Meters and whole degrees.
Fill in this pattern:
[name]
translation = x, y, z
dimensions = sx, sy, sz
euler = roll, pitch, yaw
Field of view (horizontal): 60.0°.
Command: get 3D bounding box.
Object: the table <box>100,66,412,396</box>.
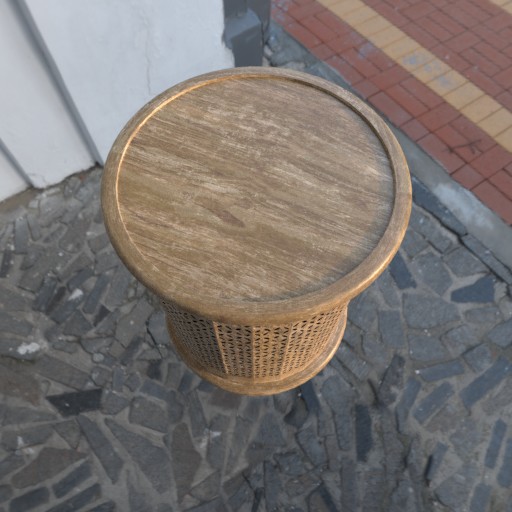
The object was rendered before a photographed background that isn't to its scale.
[table]
translation = 0.000, 0.000, 0.792
dimensions = 0.407, 0.482, 0.407
euler = 0, 63, 0
